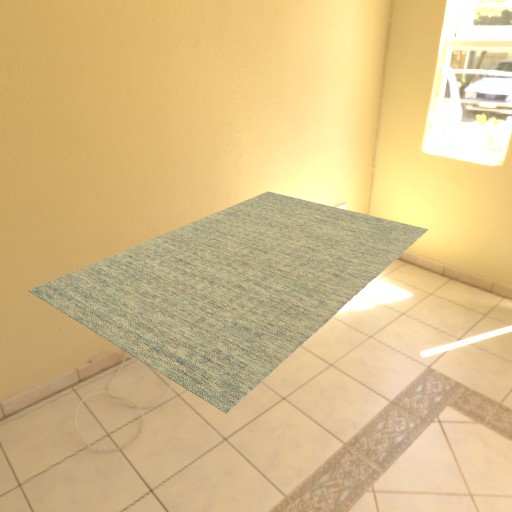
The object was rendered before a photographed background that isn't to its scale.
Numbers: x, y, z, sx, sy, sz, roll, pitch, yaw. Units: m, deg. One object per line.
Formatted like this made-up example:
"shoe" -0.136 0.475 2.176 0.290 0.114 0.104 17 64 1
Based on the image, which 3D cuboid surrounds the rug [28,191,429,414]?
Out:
"rug" 0.000 0.000 2.232 1.142 0.006 1.752 19 32 33
